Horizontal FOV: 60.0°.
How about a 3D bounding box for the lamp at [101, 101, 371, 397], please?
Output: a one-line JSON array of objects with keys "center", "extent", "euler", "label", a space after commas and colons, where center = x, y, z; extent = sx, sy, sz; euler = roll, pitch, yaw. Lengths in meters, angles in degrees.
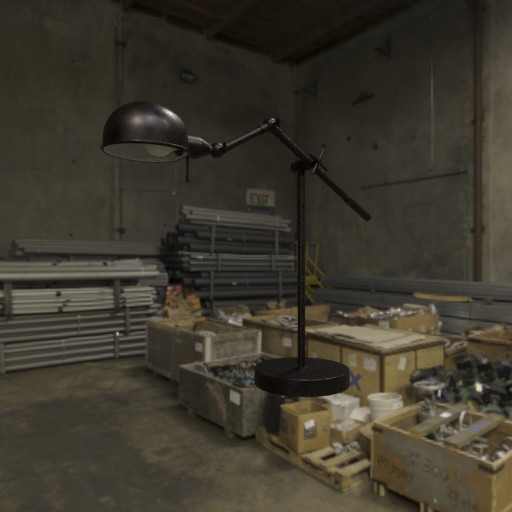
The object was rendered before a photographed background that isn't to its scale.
[{"center": [0.000, 0.000, 0.806], "extent": [0.567, 0.495, 0.185], "euler": [0, -1, -36], "label": "lamp"}]
